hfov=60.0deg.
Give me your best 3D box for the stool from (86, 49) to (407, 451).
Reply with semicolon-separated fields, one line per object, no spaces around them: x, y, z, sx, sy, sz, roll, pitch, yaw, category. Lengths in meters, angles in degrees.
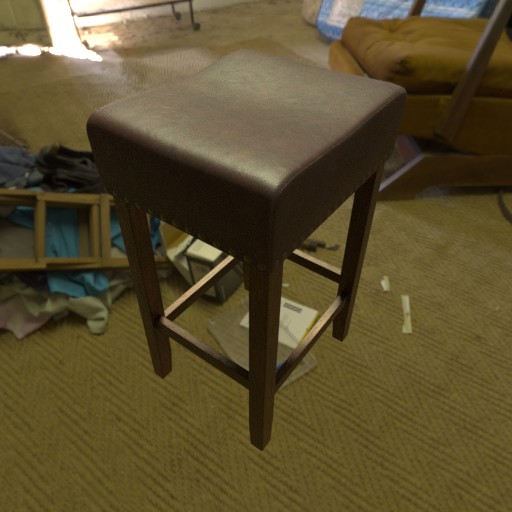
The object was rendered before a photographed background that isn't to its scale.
0.000;0.000;1.048;0.401;0.769;0.465;26;48;26;stool
